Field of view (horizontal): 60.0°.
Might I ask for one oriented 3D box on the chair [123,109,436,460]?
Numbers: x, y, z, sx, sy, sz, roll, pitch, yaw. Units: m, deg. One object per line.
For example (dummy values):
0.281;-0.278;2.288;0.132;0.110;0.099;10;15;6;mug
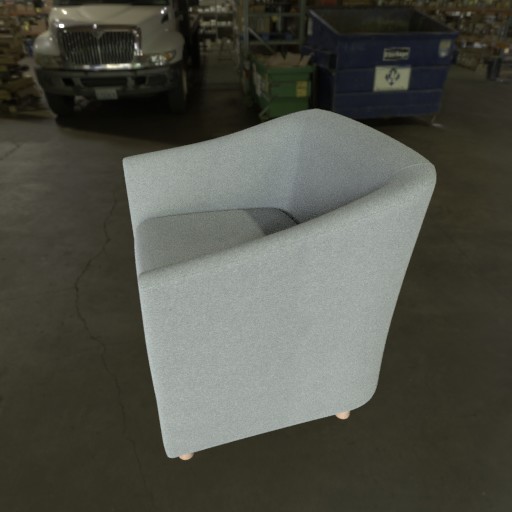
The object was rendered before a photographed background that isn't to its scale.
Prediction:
0.000;0.000;1.326;0.700;0.720;0.790;-8;31;-14;chair
